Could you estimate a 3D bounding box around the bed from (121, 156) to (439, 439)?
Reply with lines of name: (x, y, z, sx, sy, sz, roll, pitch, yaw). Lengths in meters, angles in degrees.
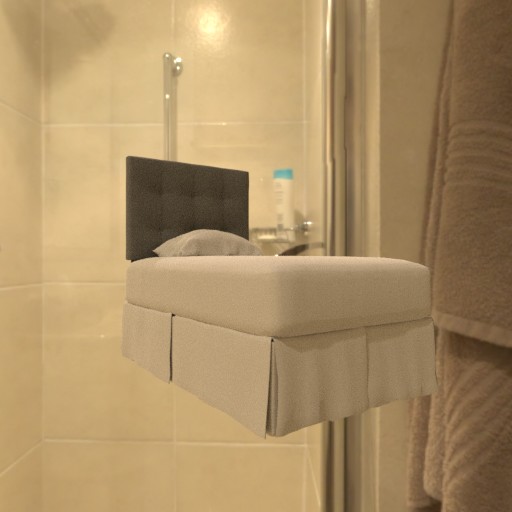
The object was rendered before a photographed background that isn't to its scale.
bed: (0.000, 0.000, 3.006, 1.261, 1.571, 1.997, 0, 0, -35)
